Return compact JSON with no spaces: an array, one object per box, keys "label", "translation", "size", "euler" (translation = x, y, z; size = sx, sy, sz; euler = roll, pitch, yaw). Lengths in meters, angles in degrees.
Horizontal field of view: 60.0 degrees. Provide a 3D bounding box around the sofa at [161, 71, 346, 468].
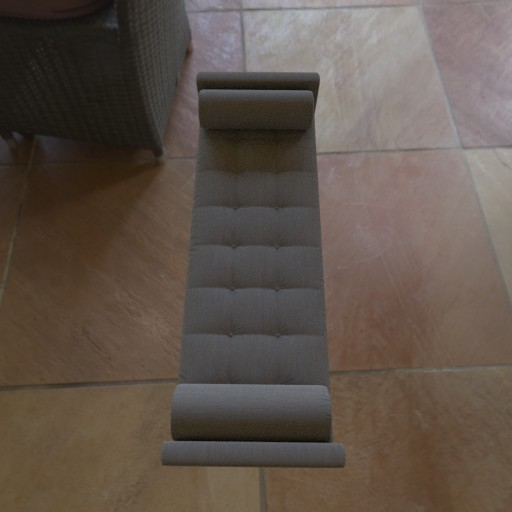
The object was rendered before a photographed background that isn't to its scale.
[{"label":"sofa","translation":[0.000,0.000,2.305],"size":[0.686,0.635,1.981],"euler":[1,65,0]}]
